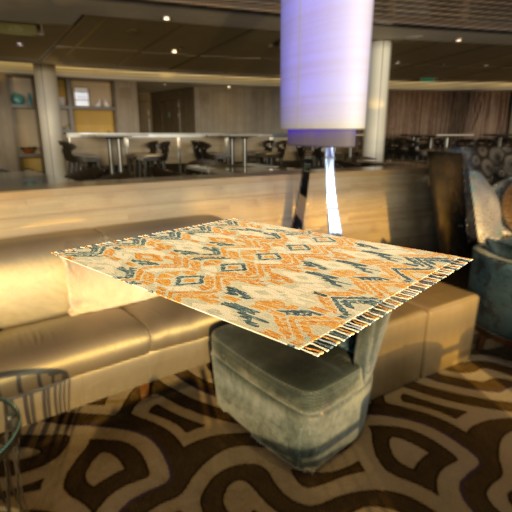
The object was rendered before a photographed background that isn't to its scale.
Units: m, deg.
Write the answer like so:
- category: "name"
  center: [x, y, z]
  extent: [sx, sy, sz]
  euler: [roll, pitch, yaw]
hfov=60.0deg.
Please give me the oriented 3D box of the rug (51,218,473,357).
- category: "rug"
  center: [0.000, 0.000, 4.072]
  extent: [3.048, 0.010, 2.439]
  euler: [13, 20, 40]
